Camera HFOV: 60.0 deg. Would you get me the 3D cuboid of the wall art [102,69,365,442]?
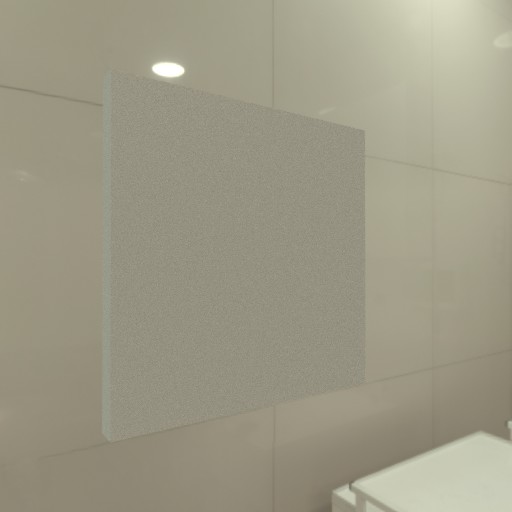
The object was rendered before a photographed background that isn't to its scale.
[{"bbox_3d":[0.000,0.000,0.533,0.355,0.355,0.027,0,-1,-35],"label":"wall art"}]
